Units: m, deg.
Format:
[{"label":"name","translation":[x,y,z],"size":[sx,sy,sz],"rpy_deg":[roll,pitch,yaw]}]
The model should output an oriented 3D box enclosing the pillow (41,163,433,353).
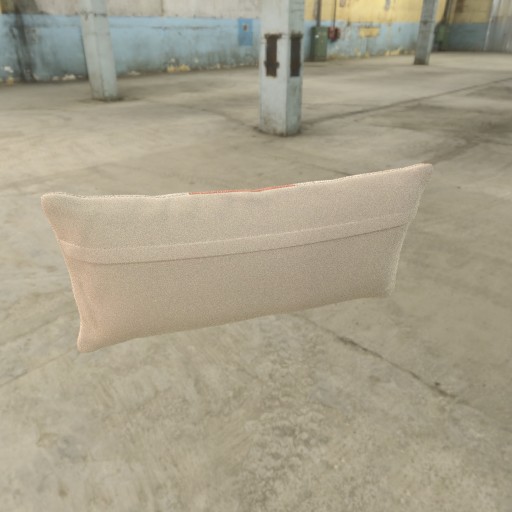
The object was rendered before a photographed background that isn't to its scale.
[{"label":"pillow","translation":[0.000,0.000,0.744],"size":[0.609,0.292,0.155],"rpy_deg":[-8,27,-16]}]
